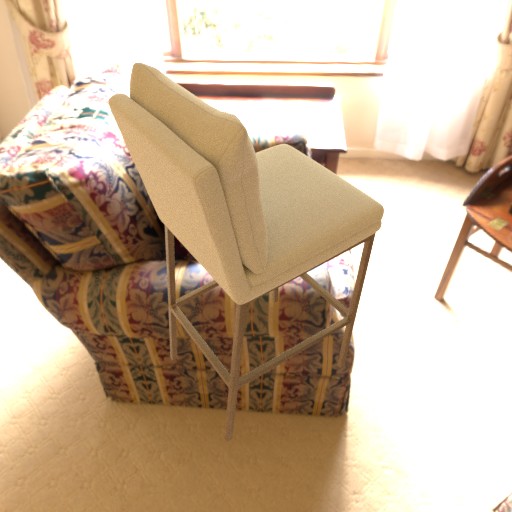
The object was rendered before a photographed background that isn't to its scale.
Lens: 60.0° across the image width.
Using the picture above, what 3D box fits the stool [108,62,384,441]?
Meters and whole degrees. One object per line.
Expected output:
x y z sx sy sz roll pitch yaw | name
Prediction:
0.000 0.000 1.370 0.572 1.125 0.463 -26 48 -26 | stool
